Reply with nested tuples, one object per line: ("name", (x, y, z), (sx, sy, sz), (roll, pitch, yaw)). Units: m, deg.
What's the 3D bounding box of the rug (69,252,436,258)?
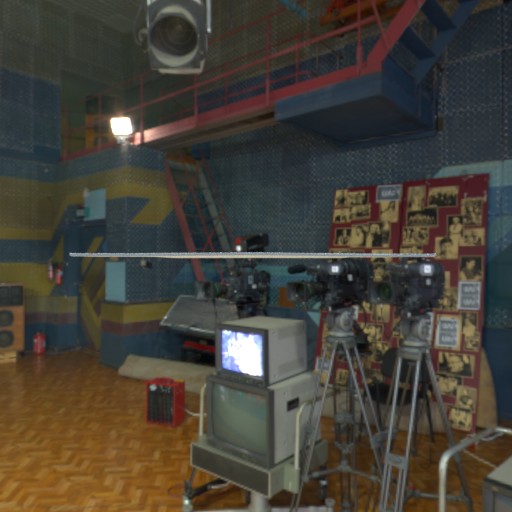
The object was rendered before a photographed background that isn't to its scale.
("rug", (0.000, 0.000, 2.332), (1.174, 0.022, 1.853), (0, 0, 1))
